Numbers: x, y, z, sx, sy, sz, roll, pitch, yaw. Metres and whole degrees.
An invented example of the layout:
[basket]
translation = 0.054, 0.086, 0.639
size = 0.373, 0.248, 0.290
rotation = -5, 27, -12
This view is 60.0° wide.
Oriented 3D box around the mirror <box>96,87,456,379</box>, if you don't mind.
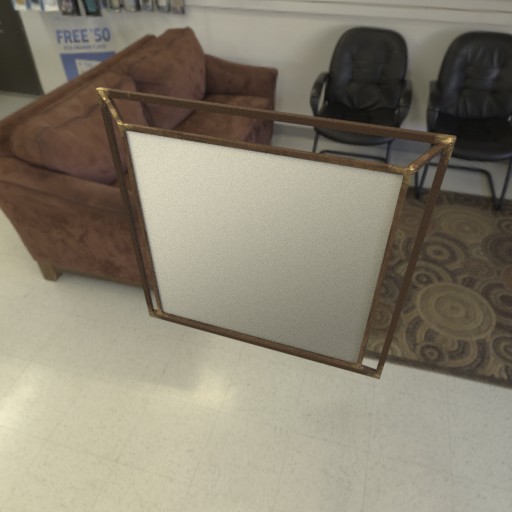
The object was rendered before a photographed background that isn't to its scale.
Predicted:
[mirror]
translation = 0.000, 0.000, 0.913
size = 0.610, 0.610, 0.032
rotation = 13, 42, 14
